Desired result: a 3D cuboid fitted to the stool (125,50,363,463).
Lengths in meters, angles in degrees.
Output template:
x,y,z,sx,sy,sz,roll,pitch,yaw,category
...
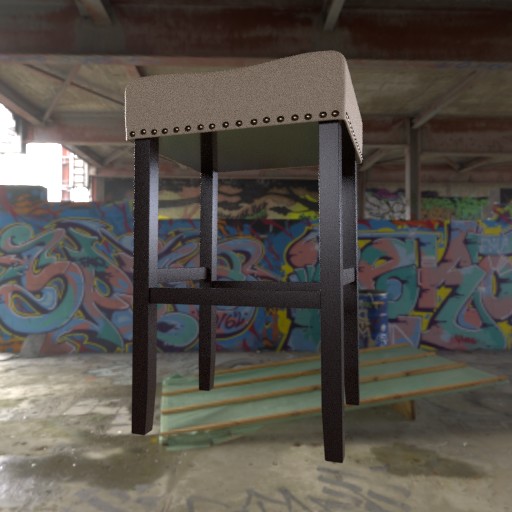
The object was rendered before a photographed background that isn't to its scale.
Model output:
x,y,z,sx,sy,sz,roll,pitch,yaw,category
0.000,0.000,1.057,0.471,0.762,0.401,0,-1,18,stool
